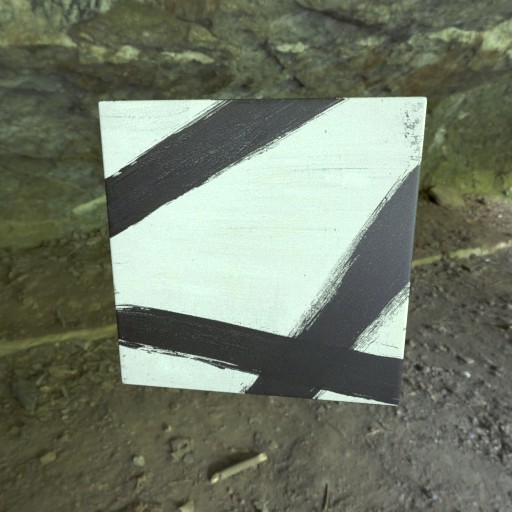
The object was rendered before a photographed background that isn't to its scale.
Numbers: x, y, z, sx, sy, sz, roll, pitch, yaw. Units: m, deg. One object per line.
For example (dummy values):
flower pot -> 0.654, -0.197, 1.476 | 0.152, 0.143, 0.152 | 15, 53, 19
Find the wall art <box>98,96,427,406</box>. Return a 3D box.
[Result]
wall art -> 0.000, 0.000, 0.763 | 0.507, 0.508, 0.050 | 2, 15, 8
